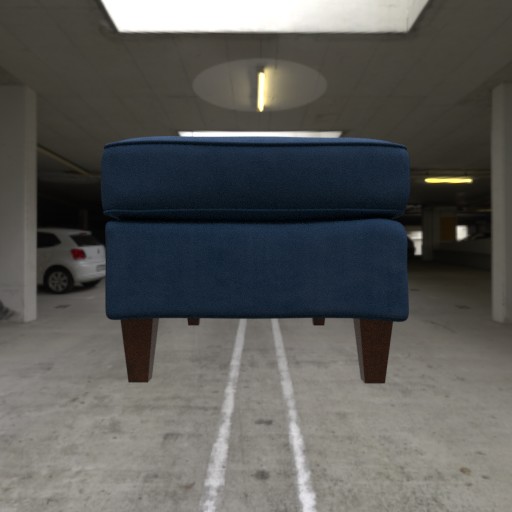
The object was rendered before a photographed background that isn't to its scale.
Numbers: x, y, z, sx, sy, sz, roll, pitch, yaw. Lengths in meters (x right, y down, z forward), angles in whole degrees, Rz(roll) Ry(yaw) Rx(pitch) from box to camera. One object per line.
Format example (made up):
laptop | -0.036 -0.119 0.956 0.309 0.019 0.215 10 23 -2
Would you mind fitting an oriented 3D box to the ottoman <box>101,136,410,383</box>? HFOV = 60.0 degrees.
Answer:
ottoman | 0.000 0.000 1.218 0.583 0.484 0.862 0 -1 0
